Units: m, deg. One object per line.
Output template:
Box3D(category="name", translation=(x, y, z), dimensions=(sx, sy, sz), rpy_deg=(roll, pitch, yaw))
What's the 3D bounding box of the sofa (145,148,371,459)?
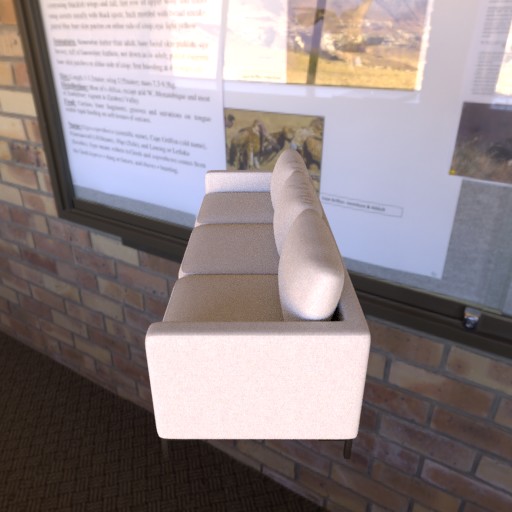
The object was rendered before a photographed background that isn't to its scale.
Box3D(category="sofa", translation=(0.000, 0.000, 2.697), dimensions=(0.859, 0.874, 2.218), rpy_deg=(0, 26, 0))
